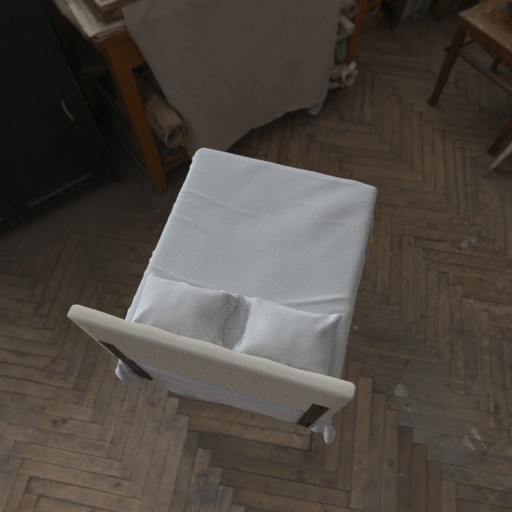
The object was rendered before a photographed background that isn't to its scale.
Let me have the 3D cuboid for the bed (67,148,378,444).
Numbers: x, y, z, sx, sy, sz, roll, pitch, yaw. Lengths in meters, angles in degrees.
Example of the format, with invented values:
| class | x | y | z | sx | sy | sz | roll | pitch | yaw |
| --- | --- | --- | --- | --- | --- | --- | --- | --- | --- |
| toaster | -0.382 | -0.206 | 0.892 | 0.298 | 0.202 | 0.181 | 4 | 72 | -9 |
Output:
| class | x | y | z | sx | sy | sz | roll | pitch | yaw |
| --- | --- | --- | --- | --- | --- | --- | --- | --- | --- |
| bed | 0.000 | 0.000 | 3.497 | 1.936 | 1.577 | 2.222 | 14 | 65 | 7 |
